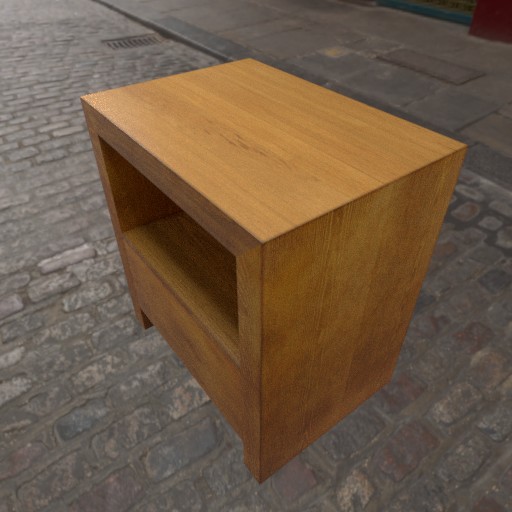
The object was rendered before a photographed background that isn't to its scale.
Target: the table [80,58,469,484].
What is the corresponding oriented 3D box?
[{"bbox_3d":[0.000,0.000,0.937,0.400,0.605,0.550,-26,46,-28],"label":"table"}]
